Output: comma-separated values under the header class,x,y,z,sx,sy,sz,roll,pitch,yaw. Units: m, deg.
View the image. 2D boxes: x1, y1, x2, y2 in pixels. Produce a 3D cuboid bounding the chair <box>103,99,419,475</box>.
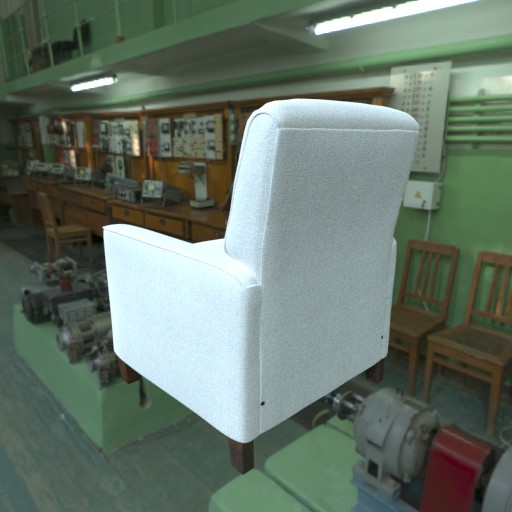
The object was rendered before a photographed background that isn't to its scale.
class,x,y,z,sx,sy,sz,roll,pitch,yaw
chair,0.000,0.000,1.617,0.841,1.028,0.858,-14,20,-42
